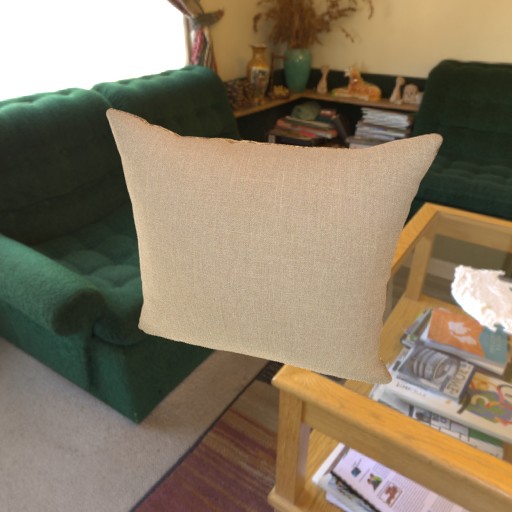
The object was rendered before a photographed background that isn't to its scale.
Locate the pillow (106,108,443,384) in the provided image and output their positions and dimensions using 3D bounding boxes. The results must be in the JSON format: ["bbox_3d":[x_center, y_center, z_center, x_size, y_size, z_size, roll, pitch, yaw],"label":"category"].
[{"bbox_3d":[0.000,0.000,0.803,0.546,0.487,0.180,9,32,14],"label":"pillow"}]
